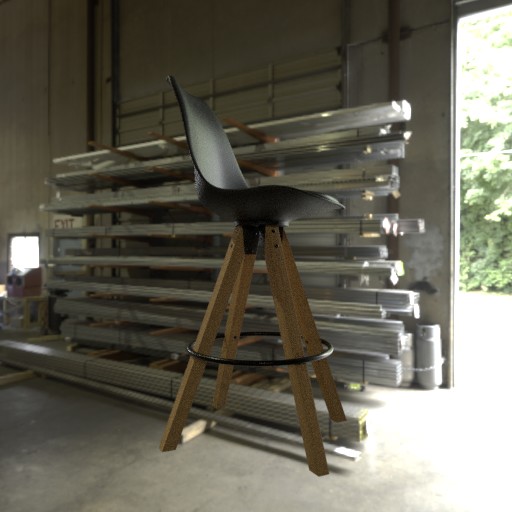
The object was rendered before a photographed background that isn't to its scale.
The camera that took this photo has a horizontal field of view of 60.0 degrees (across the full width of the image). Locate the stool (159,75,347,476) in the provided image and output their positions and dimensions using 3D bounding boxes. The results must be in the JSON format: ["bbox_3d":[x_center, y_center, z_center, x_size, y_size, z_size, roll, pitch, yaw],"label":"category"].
[{"bbox_3d":[0.000,0.000,1.393,0.550,1.115,0.485,0,0,18],"label":"stool"}]
